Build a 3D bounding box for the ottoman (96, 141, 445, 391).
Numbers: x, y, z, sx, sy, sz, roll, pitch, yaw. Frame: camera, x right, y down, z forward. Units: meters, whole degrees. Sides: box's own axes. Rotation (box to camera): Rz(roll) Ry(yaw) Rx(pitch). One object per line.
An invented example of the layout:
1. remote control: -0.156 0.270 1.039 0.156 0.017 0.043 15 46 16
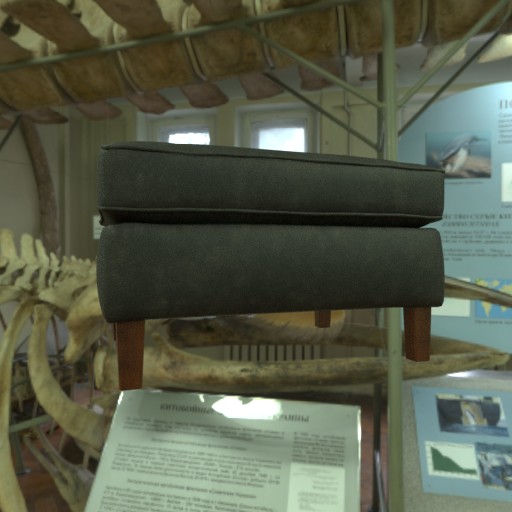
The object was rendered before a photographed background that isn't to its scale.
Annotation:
1. ottoman: 0.000 0.000 0.986 0.665 0.413 0.501 0 1 -19
